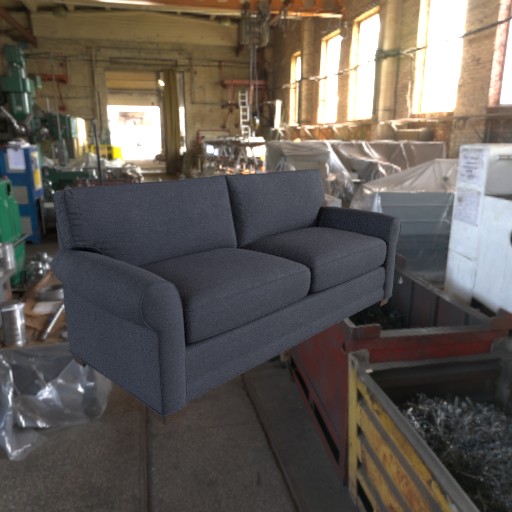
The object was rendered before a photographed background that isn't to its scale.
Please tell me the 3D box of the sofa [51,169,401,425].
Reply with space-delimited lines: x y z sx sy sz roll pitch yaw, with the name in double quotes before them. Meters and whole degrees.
"sofa" 0.000 0.000 2.922 0.954 1.026 2.391 13 20 41
